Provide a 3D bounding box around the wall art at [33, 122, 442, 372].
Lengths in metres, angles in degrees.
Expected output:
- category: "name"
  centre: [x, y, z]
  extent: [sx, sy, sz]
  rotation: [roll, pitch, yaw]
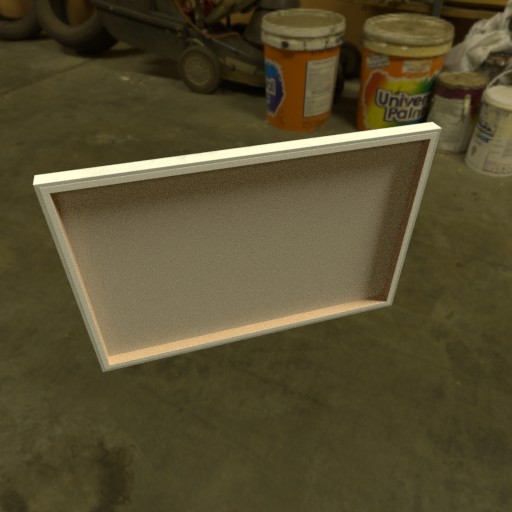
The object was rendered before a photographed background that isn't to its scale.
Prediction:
- category: "wall art"
  centre: [0.000, 0.000, 1.171]
  extent: [0.915, 0.610, 0.038]
  rotation: [-11, 41, -13]
